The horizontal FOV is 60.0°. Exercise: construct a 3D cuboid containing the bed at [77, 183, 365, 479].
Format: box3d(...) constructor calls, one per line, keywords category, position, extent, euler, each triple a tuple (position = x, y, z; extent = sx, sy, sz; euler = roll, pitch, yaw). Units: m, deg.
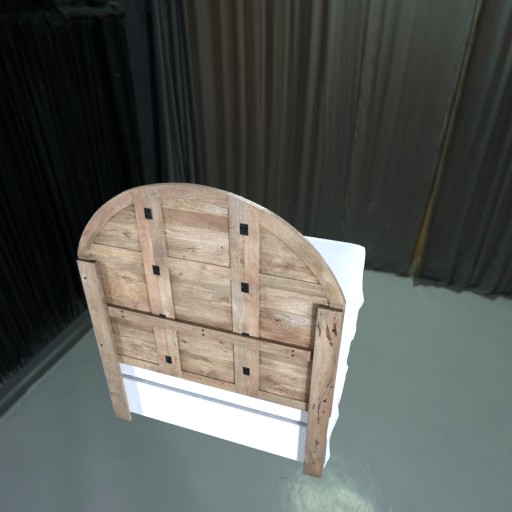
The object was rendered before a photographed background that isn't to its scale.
box3d(category="bed", position=(0.000, 0.000, 3.543), extent=(1.713, 2.002, 2.112), euler=(10, 33, 15))
